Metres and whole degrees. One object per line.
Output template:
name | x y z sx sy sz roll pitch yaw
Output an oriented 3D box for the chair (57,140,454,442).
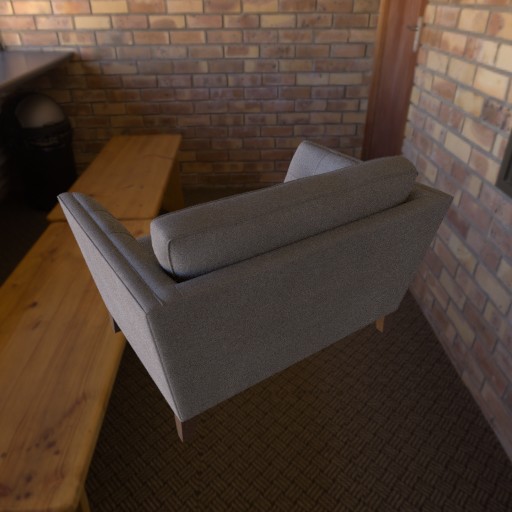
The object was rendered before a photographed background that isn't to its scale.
chair | 0.000 0.000 2.036 1.396 0.942 0.965 -20 36 -29
